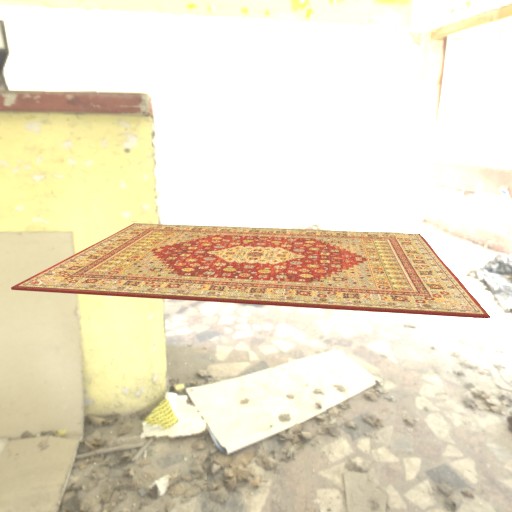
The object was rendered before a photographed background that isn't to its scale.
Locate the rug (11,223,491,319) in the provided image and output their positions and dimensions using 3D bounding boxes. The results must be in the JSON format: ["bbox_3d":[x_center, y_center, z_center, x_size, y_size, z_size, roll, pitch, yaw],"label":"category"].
[{"bbox_3d":[0.000,0.000,2.205,1.802,0.013,1.194,3,17,8],"label":"rug"}]
